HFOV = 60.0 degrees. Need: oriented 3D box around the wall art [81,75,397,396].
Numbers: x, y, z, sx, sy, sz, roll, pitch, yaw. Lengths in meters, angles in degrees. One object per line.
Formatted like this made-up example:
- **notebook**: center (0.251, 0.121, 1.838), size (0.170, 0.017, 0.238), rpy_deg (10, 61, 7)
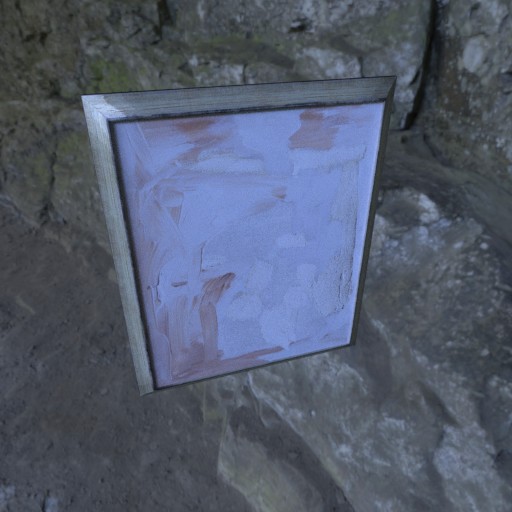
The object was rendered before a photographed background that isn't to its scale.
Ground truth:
- **wall art**: center (0.000, 0.000, 0.627), size (0.381, 0.457, 0.023), rpy_deg (-9, 33, -15)
